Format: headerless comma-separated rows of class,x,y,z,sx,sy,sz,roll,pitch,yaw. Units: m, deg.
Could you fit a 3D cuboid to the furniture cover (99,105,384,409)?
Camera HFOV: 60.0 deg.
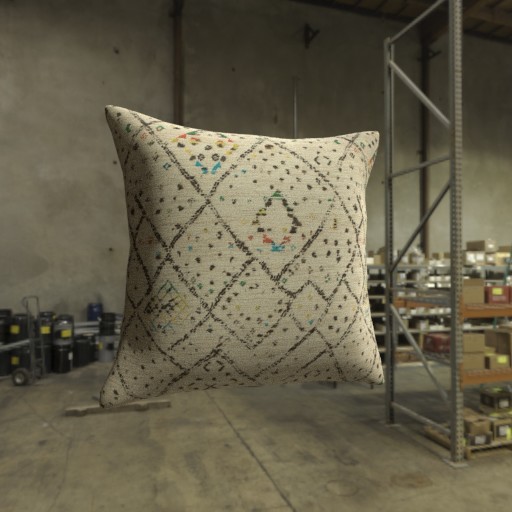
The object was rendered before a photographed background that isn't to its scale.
furniture cover,0.000,0.000,0.793,0.525,0.498,0.180,0,-1,-19
